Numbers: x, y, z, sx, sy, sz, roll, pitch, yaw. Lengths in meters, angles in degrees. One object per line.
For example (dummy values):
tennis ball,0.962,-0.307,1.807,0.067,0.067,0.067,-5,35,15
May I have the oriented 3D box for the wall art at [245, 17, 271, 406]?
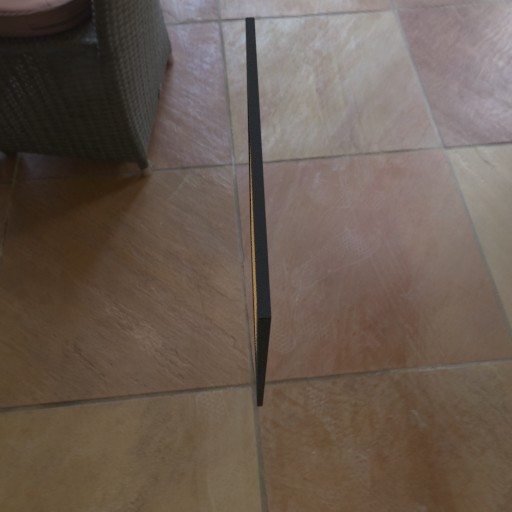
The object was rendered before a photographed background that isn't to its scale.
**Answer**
wall art,0.000,0.000,0.682,0.012,0.529,0.374,-2,64,-1
